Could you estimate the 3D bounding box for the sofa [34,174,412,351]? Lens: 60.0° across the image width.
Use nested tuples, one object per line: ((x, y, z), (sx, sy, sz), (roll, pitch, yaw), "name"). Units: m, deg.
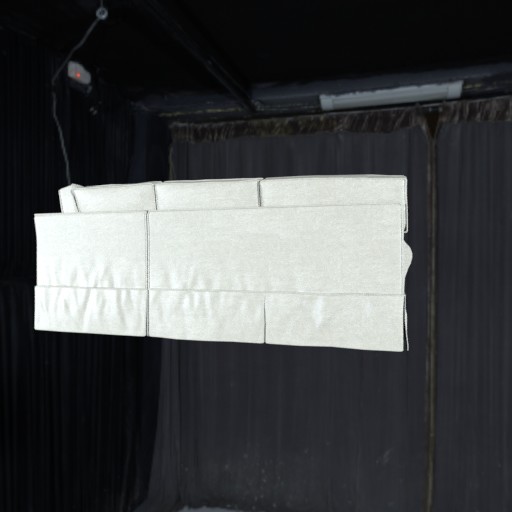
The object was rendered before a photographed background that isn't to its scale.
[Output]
((0.000, 0.000, 4.090), (2.618, 1.081, 2.623), (0, 0, 17), "sofa")
